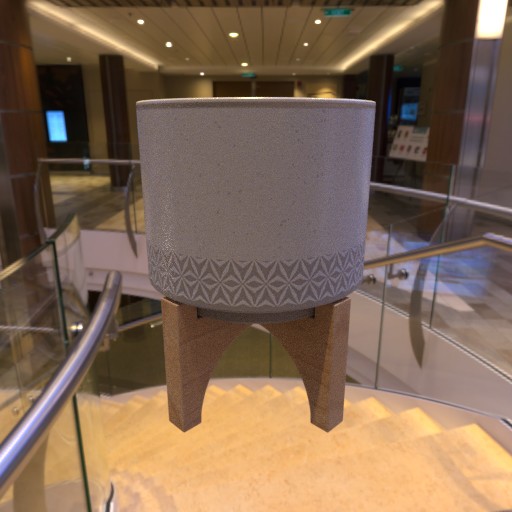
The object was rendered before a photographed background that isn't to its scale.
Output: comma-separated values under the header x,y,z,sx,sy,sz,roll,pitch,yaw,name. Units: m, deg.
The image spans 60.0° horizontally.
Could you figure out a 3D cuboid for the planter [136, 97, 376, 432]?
x,y,z,sx,sy,sz,roll,pitch,yaw,name
0.000,0.000,0.273,0.130,0.178,0.130,0,17,0,planter
